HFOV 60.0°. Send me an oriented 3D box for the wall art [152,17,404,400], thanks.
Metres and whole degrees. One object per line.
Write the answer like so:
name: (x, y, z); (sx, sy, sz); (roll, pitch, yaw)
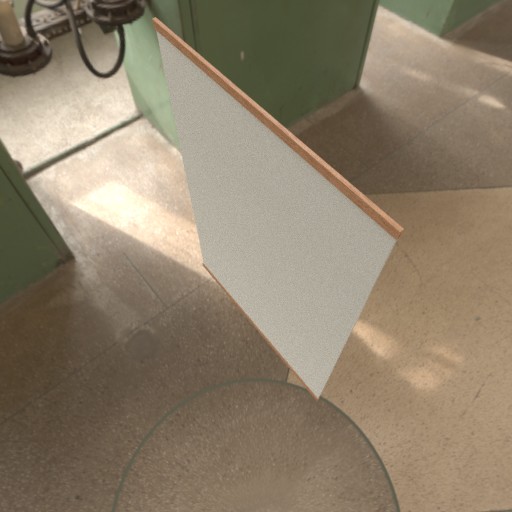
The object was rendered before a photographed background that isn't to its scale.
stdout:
wall art: (0.000, 0.000, 1.815); (0.019, 1.527, 1.019); (-34, 65, -19)
